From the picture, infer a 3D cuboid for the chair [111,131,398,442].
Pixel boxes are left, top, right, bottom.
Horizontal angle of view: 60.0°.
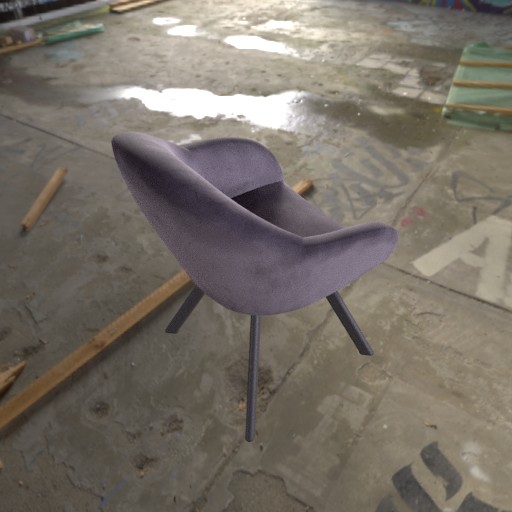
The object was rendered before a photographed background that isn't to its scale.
[{"bbox_3d":[0.000,0.000,1.182,0.590,0.795,0.550,-26,47,-27],"label":"chair"}]
